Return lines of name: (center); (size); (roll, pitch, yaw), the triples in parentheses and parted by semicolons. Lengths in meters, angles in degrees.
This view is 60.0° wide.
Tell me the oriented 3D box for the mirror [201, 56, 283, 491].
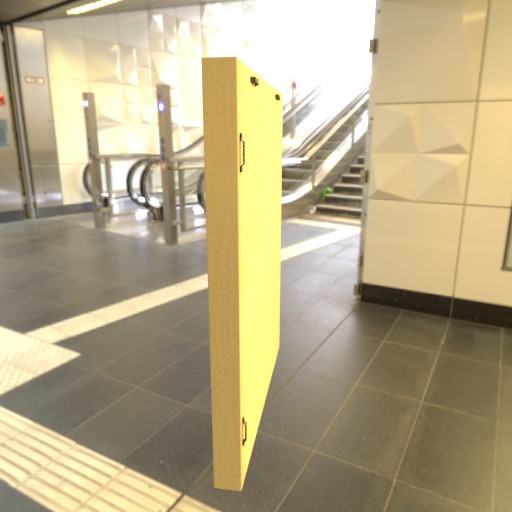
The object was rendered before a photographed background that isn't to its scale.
mirror: (0.000, 0.000, 0.690); (0.041, 0.509, 0.406); (3, 15, 9)
